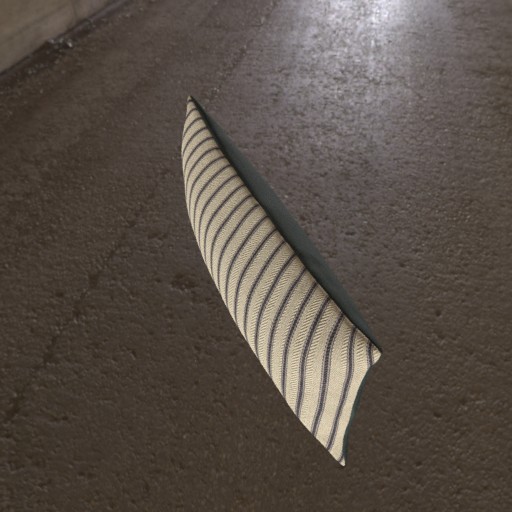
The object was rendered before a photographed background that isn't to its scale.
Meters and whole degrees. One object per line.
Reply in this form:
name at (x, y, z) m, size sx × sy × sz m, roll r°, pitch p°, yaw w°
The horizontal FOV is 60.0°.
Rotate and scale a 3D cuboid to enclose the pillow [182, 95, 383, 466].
pillow at (0.000, 0.000, 0.723) m, size 0.151 × 0.305 × 0.609 m, roll -17°, pitch 48°, yaw -16°
